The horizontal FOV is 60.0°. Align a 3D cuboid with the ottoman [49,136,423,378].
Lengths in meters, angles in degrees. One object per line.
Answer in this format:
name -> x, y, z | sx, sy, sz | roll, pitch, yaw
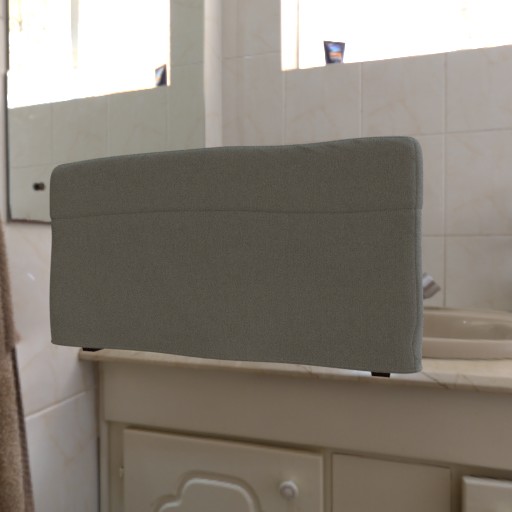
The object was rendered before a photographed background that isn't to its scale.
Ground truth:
ottoman -> 0.000, 0.000, 1.200 | 0.833, 0.461, 0.648 | 0, 0, 19
